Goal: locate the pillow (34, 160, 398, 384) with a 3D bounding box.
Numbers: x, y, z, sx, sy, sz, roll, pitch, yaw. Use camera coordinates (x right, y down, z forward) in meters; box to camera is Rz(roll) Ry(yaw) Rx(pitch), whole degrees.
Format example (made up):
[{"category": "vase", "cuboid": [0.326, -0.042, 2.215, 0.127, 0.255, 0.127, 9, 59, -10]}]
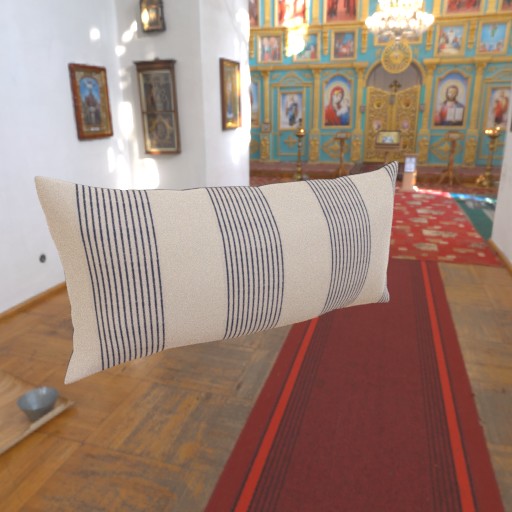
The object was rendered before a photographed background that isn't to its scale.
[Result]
[{"category": "pillow", "cuboid": [0.000, 0.000, 0.716, 0.610, 0.287, 0.151, -9, 19, -27]}]
